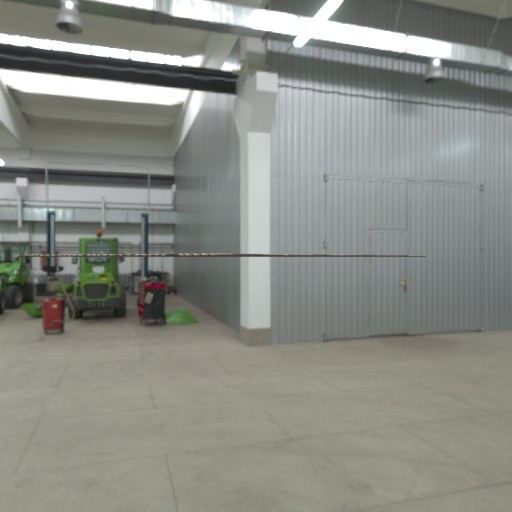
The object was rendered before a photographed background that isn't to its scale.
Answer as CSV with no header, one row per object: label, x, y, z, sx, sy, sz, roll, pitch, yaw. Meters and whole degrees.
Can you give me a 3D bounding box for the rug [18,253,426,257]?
rug,0.000,0.000,2.995,1.517,0.011,2.435,0,0,38
